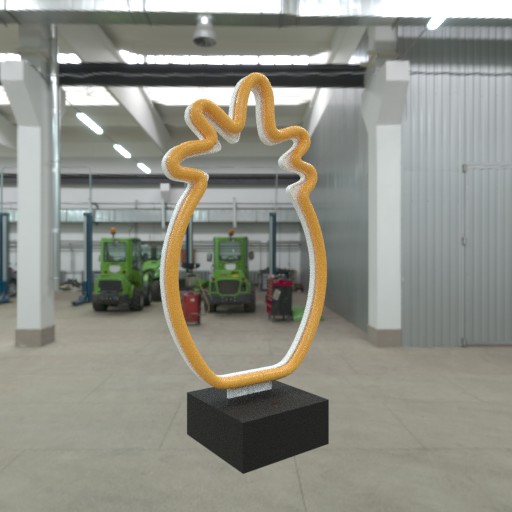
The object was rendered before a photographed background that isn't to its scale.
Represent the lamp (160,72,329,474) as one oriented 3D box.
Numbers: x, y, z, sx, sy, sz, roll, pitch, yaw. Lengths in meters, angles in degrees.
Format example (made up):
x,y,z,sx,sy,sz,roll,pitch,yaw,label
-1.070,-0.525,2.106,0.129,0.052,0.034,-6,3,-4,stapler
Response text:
x,y,z,sx,sy,sz,roll,pitch,yaw,label
0.000,0.000,0.383,0.167,0.317,0.088,0,0,-36,lamp
